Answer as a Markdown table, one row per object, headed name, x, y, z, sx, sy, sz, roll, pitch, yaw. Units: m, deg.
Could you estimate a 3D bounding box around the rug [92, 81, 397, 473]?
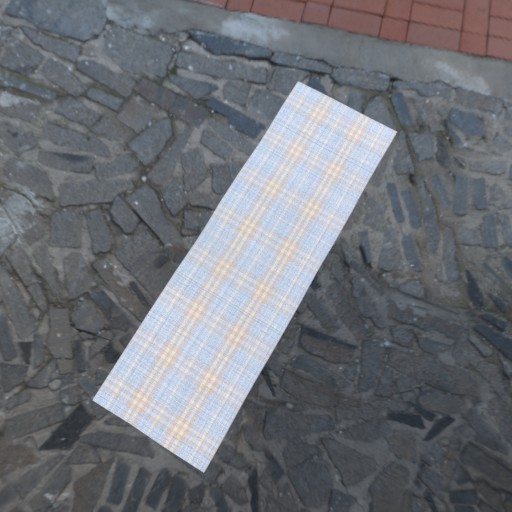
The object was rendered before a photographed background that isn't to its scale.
| name | x | y | z | sx | sy | sz | roll | pitch | yaw |
| --- | --- | --- | --- | --- | --- | --- | --- | --- | --- |
| rug | 0.000 | 0.000 | 2.765 | 0.762 | 0.013 | 2.439 | 30 | 78 | 7 |
